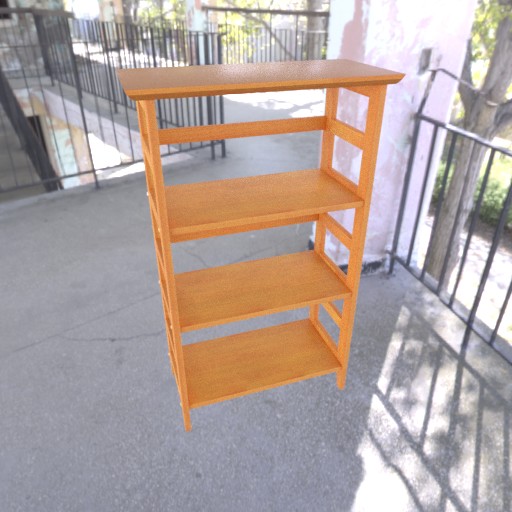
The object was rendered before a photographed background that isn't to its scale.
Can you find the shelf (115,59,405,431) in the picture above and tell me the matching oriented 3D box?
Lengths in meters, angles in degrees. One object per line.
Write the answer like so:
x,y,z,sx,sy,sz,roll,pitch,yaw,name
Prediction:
0.000,0.000,1.375,0.660,1.067,0.305,-10,32,-16,shelf
